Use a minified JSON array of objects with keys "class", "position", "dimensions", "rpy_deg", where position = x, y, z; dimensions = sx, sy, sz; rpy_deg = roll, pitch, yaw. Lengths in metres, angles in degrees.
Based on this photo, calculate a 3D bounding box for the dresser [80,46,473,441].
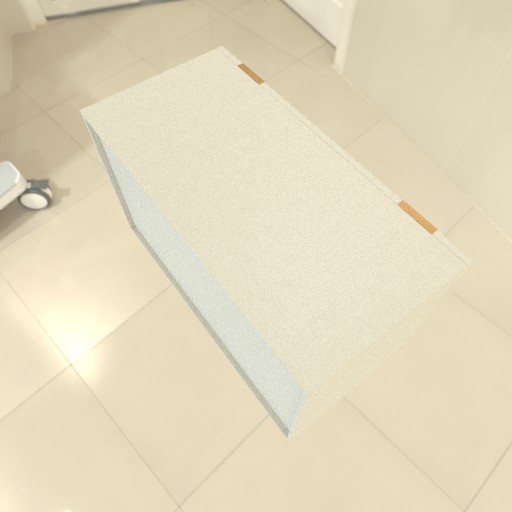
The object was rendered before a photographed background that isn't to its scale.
[{"class":"dresser","position":[0.000,0.000,1.339],"dimensions":[0.457,0.721,0.905],"rpy_deg":[-33,64,-18]}]
